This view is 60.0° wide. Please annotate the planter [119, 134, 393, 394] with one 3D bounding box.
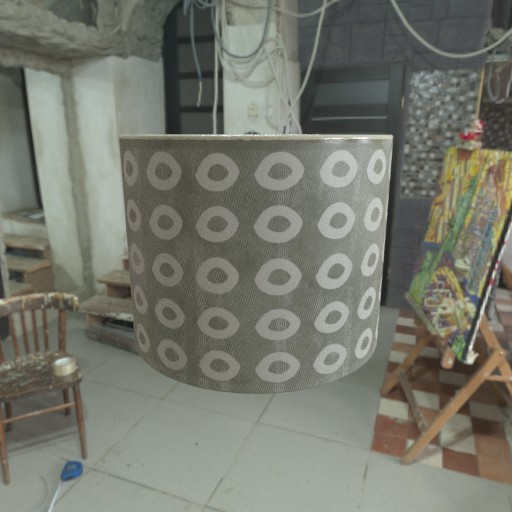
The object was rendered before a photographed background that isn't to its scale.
[{"bbox_3d":[0.000,0.000,0.453,0.250,0.239,0.250,0,15,0],"label":"planter"}]
